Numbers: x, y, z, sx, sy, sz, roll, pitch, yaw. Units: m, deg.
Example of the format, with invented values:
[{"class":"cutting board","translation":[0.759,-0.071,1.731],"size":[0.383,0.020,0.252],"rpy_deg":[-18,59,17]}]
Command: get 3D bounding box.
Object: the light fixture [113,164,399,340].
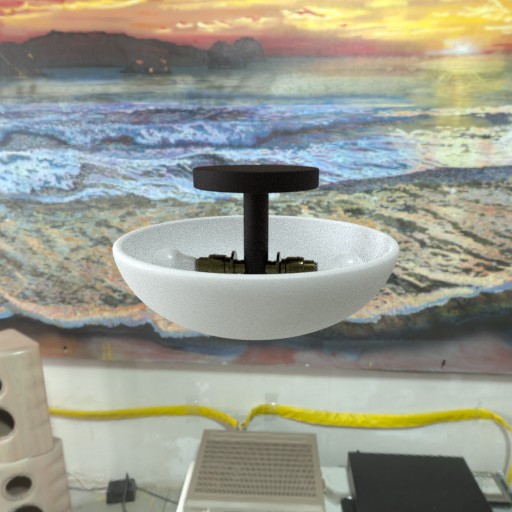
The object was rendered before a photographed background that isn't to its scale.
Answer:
[{"class":"light fixture","translation":[0.000,0.000,0.541],"size":[0.331,0.212,0.331],"rpy_deg":[0,14,0]}]
